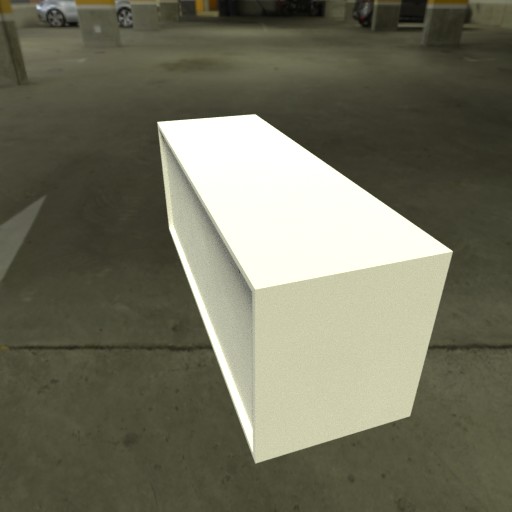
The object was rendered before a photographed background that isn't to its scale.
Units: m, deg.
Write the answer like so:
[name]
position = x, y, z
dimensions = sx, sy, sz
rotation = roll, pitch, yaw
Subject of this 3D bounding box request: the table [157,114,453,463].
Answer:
[table]
position = 0.000, 0.000, 1.808
dimensions = 0.508, 0.769, 1.500
rotation = -10, 32, -16
